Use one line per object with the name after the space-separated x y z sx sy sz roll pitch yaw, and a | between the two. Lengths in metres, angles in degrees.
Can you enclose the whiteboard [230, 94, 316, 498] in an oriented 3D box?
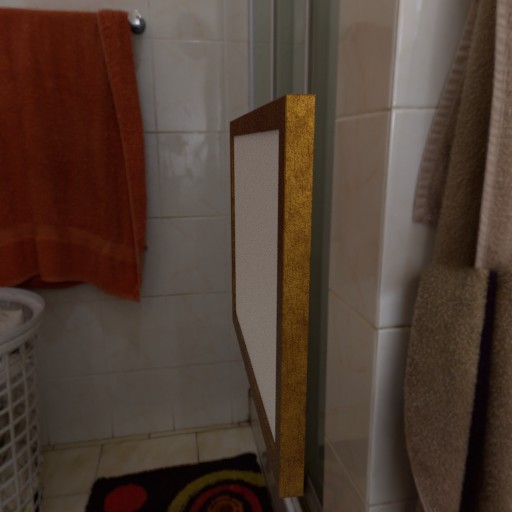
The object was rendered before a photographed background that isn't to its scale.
0.000 0.000 0.745 0.029 0.457 0.561 -2 14 -8 | whiteboard
